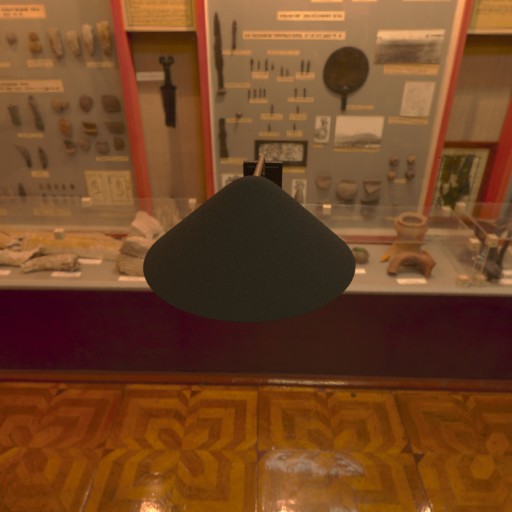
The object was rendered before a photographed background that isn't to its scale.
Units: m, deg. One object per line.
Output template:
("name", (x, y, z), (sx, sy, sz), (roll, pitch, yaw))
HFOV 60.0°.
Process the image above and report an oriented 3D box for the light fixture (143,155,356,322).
("light fixture", (0.000, 0.000, 0.670), (0.240, 0.312, 0.516), (2, 31, 3))
